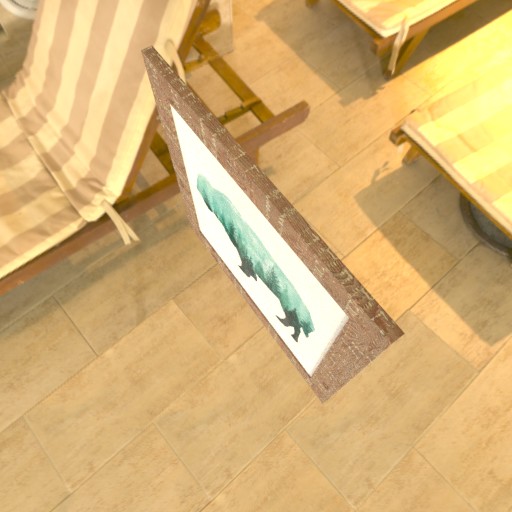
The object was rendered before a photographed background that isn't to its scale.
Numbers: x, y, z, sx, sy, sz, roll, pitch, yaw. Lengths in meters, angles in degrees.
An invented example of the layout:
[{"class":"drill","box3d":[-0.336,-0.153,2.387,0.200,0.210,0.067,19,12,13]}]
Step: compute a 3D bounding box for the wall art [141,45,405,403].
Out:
[{"class":"wall art","box3d":[0.000,0.000,0.572,0.022,0.380,0.380,-33,69,-14]}]
